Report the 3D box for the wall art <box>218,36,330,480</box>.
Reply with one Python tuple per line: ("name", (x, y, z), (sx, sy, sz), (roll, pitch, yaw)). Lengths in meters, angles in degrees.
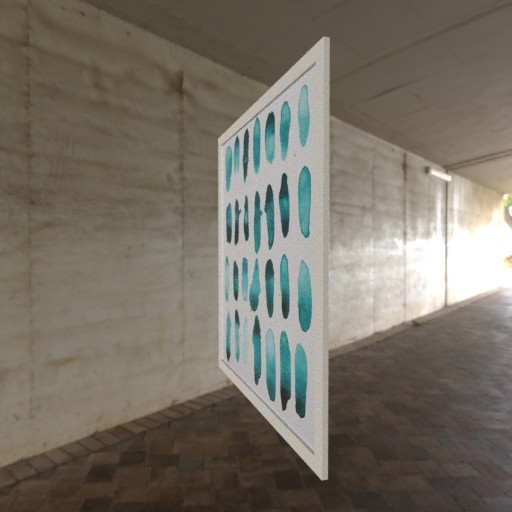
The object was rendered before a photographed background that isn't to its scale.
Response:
("wall art", (0.000, 0.000, 1.198), (0.013, 0.813, 0.812), (0, 2, -18))
